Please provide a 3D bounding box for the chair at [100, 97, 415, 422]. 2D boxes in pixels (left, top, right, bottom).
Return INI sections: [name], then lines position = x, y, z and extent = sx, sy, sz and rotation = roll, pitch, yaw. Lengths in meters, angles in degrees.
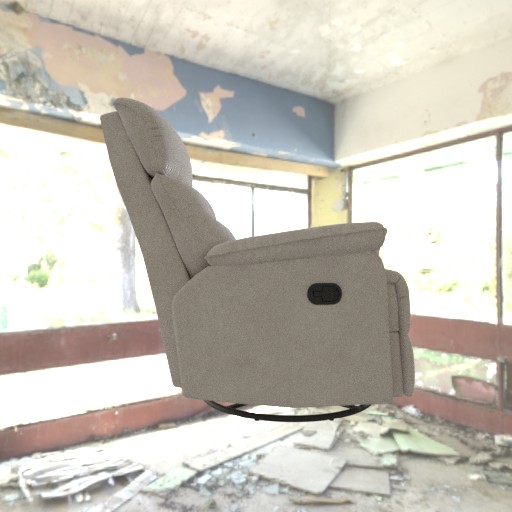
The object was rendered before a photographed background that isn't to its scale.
[chair]
position = 0.000, 0.000, 1.679
extent = 1.001, 1.039, 0.820
rotation = 0, -1, -1
